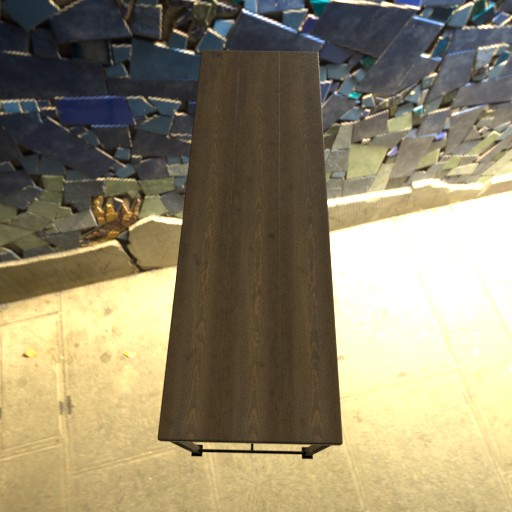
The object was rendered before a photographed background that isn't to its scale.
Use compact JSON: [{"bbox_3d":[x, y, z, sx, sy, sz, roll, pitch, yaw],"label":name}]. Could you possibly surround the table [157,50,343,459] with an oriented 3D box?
[{"bbox_3d":[0.000,0.000,2.089,0.551,0.902,1.700,1,63,1],"label":"table"}]
